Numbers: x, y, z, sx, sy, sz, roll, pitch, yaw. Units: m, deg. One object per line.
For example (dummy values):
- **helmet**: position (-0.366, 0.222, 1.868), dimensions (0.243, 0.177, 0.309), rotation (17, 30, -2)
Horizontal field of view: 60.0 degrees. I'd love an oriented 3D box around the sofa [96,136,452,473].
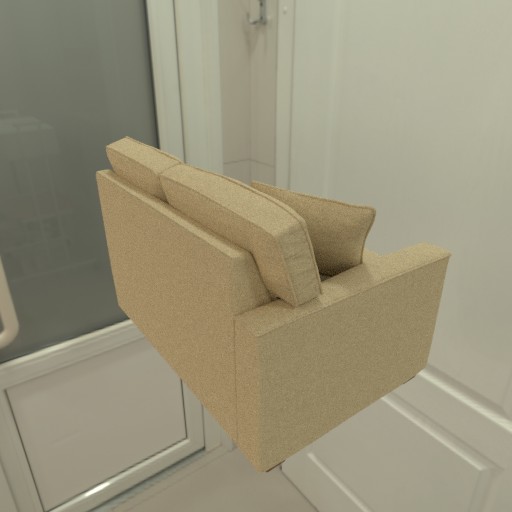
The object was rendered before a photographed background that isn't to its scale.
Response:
- **sofa**: position (0.000, 0.000, 2.089), dimensions (0.991, 0.989, 1.388), rotation (-18, 31, -32)
